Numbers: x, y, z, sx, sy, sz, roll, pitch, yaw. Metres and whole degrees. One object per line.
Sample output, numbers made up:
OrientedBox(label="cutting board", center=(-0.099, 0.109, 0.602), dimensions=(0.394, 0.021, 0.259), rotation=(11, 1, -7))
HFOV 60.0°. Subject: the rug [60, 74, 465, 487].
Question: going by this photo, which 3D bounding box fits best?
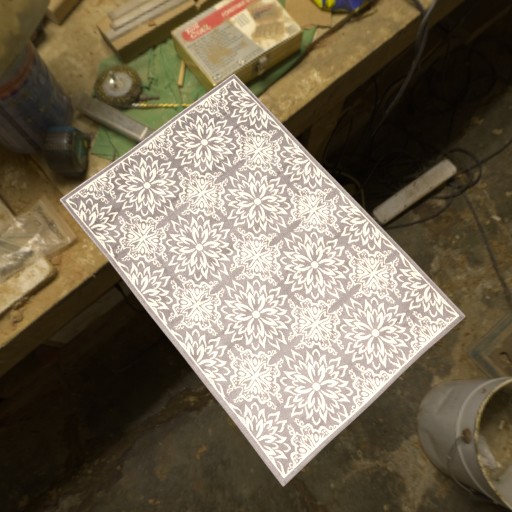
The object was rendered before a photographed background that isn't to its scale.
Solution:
OrientedBox(label="rug", center=(0.000, 0.000, 2.317), dimensions=(1.224, 0.012, 1.847), rotation=(-39, 79, -9))
